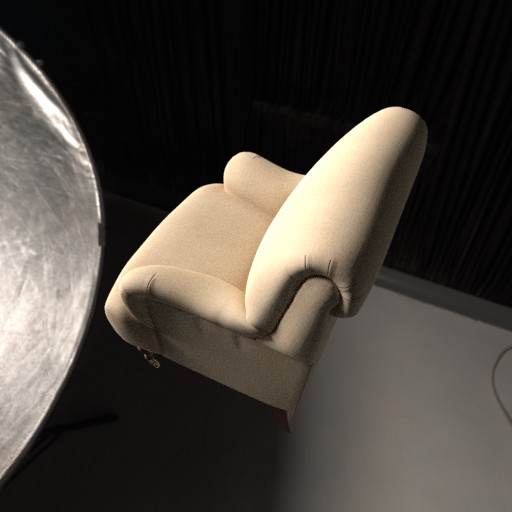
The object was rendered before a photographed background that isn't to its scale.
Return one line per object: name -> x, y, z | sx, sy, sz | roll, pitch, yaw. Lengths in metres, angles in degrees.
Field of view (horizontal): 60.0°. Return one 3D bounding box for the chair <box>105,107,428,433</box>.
chair -> 0.000, 0.000, 1.526 | 0.842, 0.944, 0.766 | 19, 49, 17
